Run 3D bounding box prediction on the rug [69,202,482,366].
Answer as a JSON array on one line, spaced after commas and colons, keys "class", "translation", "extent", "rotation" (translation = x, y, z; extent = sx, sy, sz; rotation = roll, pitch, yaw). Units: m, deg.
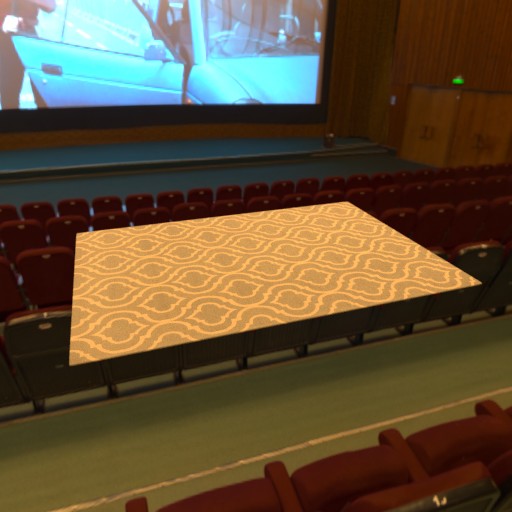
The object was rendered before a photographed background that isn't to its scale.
[{"class": "rug", "translation": [0.000, 0.000, 2.698], "extent": [2.080, 0.010, 1.451], "rotation": [-8, 27, -17]}]
